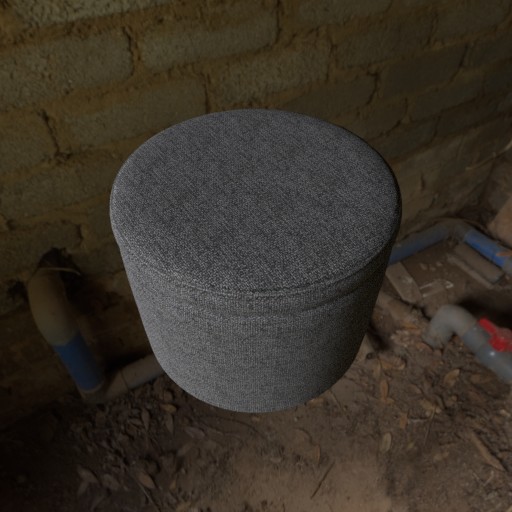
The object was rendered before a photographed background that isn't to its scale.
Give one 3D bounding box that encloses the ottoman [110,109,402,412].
[{"bbox_3d":[0.000,0.000,0.933,0.520,0.430,0.520,0,48,0],"label":"ottoman"}]
